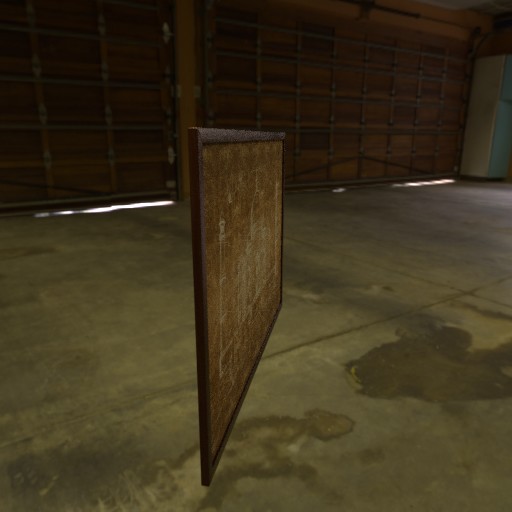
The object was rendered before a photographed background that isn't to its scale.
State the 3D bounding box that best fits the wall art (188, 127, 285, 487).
[{"bbox_3d":[0.000,0.000,1.032,0.014,0.559,0.816,3,15,11],"label":"wall art"}]
